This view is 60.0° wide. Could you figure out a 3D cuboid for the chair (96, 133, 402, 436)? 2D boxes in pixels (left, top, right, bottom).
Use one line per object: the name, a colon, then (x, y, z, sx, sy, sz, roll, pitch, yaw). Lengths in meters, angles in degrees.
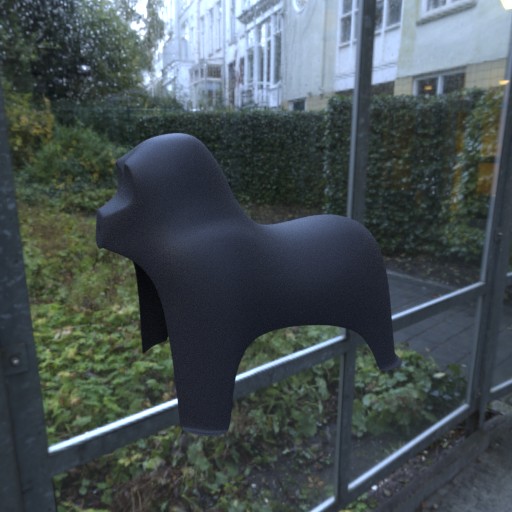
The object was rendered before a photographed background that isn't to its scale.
chair: (0.000, 0.000, 1.129, 0.758, 0.600, 0.490, -7, 16, -25)
